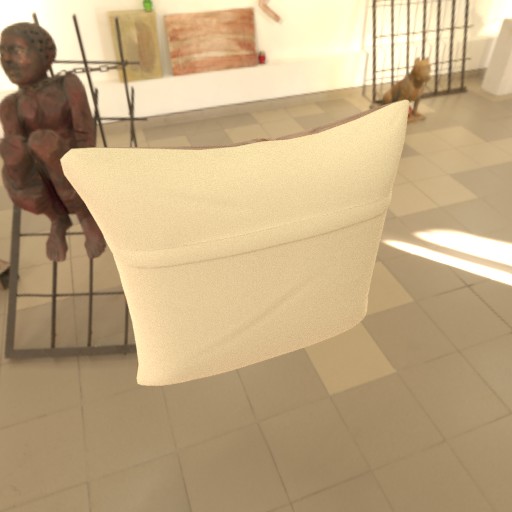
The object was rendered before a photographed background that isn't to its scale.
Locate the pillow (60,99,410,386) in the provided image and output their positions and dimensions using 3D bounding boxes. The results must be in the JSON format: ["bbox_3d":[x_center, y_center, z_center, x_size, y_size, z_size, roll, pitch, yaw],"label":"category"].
[{"bbox_3d":[0.000,0.000,0.721,0.484,0.470,0.192,-14,43,-15],"label":"pillow"}]
